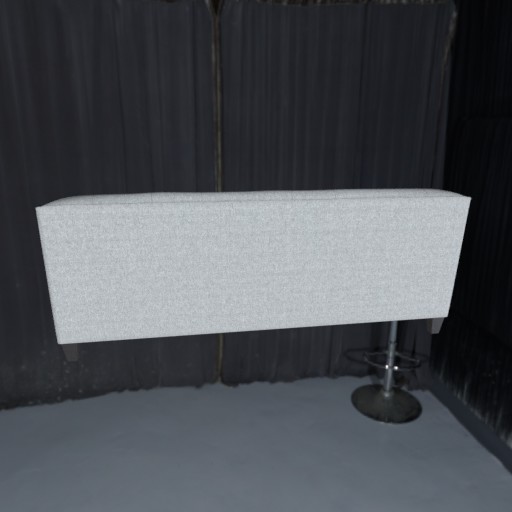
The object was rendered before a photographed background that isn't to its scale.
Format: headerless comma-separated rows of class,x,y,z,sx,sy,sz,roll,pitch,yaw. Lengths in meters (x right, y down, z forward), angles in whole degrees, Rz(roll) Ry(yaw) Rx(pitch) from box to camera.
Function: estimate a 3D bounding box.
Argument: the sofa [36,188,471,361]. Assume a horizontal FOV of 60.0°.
sofa,0.000,0.000,2.762,2.235,0.901,0.914,-2,15,-9
